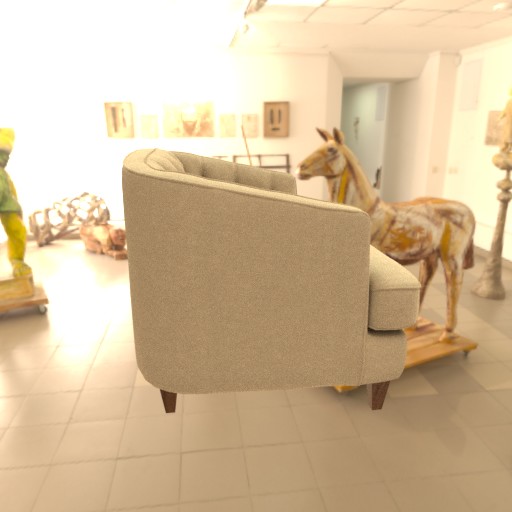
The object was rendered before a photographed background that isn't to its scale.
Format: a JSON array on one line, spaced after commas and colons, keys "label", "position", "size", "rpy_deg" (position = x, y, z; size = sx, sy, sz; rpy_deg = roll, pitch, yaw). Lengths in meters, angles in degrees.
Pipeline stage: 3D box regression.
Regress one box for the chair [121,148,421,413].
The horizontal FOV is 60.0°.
[{"label": "chair", "position": [0.000, 0.000, 1.820], "size": [0.941, 0.852, 1.104], "rpy_deg": [-2, 17, -8]}]
